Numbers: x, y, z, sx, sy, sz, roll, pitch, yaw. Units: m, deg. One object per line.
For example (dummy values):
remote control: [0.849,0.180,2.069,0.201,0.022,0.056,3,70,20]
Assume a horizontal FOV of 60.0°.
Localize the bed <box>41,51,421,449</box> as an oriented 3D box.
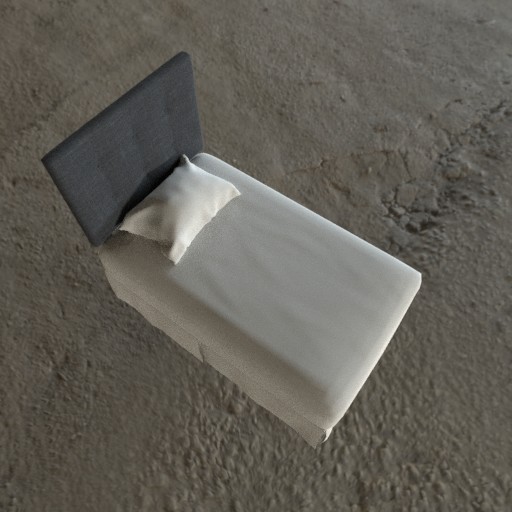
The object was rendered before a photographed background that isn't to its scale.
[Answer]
bed: [0.000,0.000,2.906,1.997,1.571,1.261,32,64,18]
